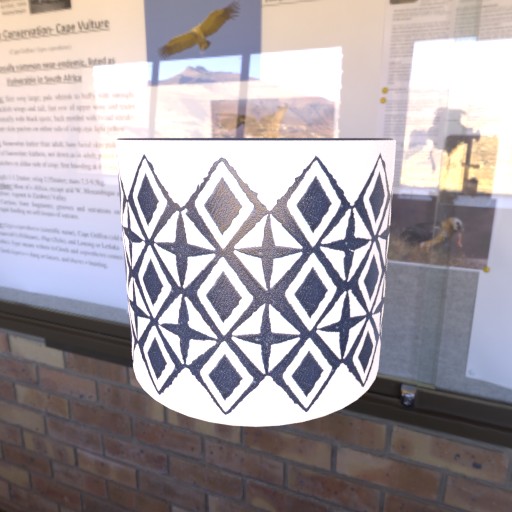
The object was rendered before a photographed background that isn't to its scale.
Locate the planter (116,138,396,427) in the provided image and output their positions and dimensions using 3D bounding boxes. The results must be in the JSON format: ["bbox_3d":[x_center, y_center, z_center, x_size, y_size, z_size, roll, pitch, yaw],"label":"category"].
[{"bbox_3d":[0.000,0.000,0.320,0.182,0.165,0.182,0,15,0],"label":"planter"}]
